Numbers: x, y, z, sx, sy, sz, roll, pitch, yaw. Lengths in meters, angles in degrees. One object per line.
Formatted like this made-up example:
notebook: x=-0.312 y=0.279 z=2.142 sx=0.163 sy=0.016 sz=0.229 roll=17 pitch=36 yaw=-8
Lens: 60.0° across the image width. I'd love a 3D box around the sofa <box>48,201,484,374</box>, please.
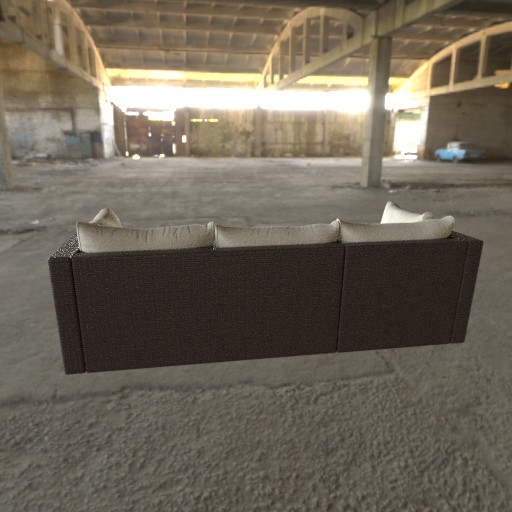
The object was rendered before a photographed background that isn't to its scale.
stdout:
sofa: x=0.000 y=0.000 z=3.009 sx=2.192 sy=0.766 sz=1.612 roll=-2 pitch=15 yaw=-9
